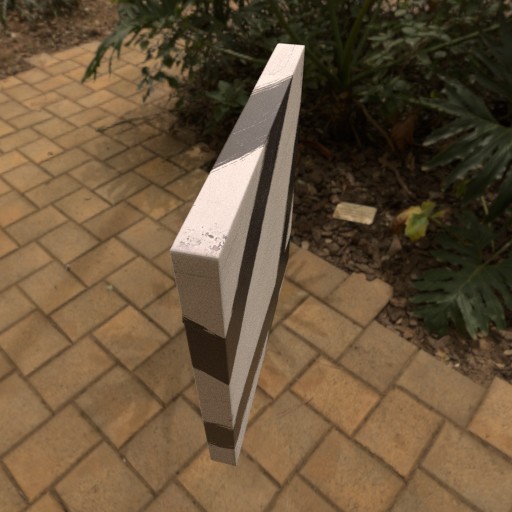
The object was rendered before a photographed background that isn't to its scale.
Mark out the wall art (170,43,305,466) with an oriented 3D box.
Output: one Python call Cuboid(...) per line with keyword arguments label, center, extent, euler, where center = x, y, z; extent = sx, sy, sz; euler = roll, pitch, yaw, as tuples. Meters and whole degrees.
Cuboid(label="wall art", center=(0.000, 0.000, 0.746), extent=(0.050, 0.508, 0.507), euler=(9, 46, 9))
